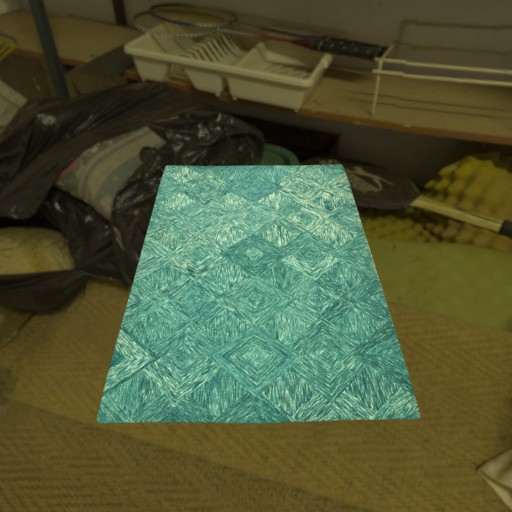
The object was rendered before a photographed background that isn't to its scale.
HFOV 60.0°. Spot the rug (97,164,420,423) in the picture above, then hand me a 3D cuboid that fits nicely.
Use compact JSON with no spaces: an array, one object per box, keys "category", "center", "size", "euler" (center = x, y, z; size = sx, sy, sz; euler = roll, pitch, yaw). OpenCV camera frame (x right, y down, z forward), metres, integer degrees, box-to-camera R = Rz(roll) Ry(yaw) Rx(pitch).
[{"category":"rug","center":[0.000,0.000,2.174],"size":[1.136,0.017,1.728],"euler":[0,42,-1]}]
